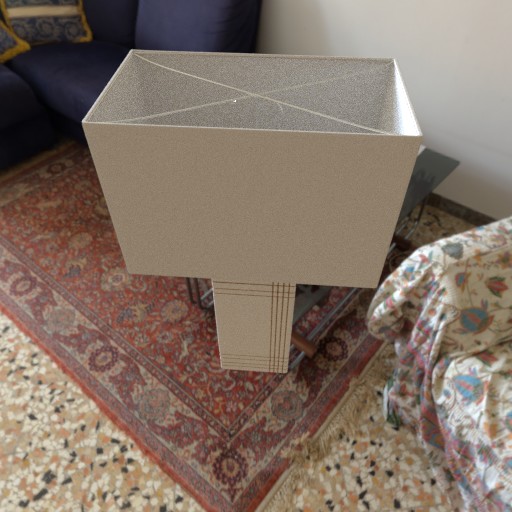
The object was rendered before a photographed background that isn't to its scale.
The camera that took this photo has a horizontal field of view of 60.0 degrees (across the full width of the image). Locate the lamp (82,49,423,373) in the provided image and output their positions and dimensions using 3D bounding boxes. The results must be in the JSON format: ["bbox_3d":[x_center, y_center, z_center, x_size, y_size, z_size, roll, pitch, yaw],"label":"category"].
[{"bbox_3d":[0.000,0.000,0.687,0.334,0.543,0.182,3,46,3],"label":"lamp"}]
